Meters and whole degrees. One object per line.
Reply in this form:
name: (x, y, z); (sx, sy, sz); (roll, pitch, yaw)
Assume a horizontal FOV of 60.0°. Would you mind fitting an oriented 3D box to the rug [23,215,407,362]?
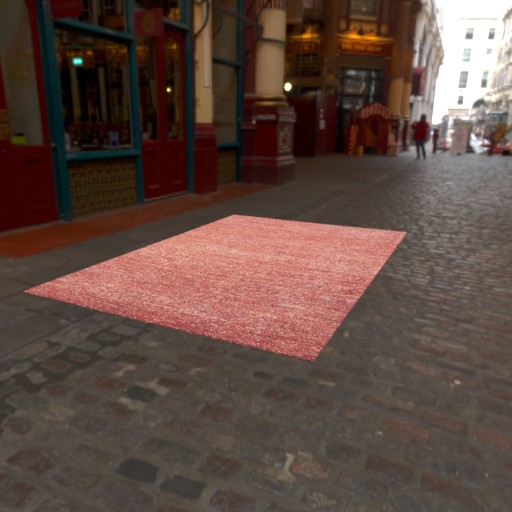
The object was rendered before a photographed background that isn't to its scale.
rug: (0.000, 0.000, 5.166); (2.803, 0.025, 3.965); (8, 19, 25)
